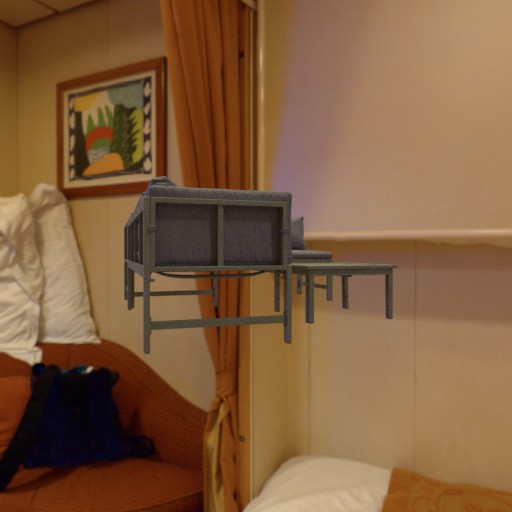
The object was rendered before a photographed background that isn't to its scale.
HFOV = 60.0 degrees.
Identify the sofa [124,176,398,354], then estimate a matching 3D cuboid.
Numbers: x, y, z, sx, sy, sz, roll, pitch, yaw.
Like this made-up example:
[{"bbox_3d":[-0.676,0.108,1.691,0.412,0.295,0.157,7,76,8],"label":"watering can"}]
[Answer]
[{"bbox_3d":[0.000,0.000,3.040,1.658,0.762,2.149,0,1,-19],"label":"sofa"}]
